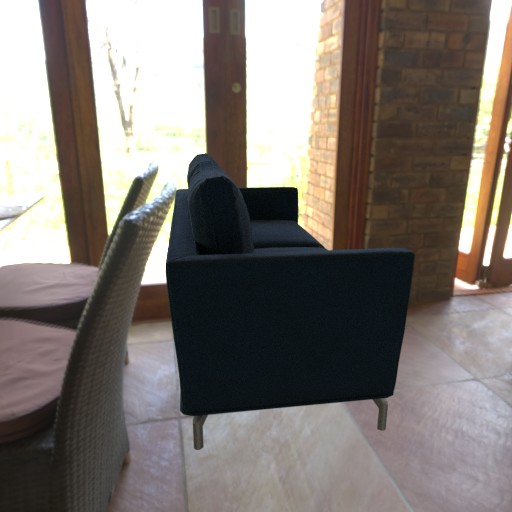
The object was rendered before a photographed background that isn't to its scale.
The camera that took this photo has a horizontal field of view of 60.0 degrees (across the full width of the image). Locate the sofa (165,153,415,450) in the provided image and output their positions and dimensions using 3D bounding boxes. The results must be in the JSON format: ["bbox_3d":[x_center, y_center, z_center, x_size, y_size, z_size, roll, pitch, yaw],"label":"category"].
[{"bbox_3d":[0.000,0.000,2.359,0.853,1.002,1.770,-2,16,-8],"label":"sofa"}]
